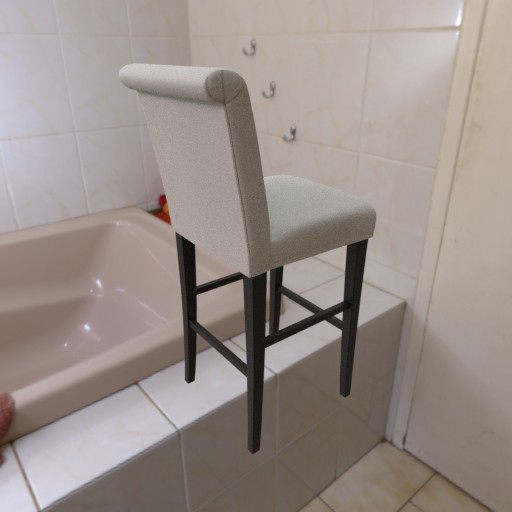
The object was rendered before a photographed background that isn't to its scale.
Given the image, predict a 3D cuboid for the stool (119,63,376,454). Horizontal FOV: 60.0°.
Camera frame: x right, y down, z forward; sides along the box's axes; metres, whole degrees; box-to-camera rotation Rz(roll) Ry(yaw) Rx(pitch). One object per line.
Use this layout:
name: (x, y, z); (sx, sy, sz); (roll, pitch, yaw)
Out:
stool: (0.000, 0.000, 1.411); (0.597, 1.124, 0.452); (-18, 30, -33)
